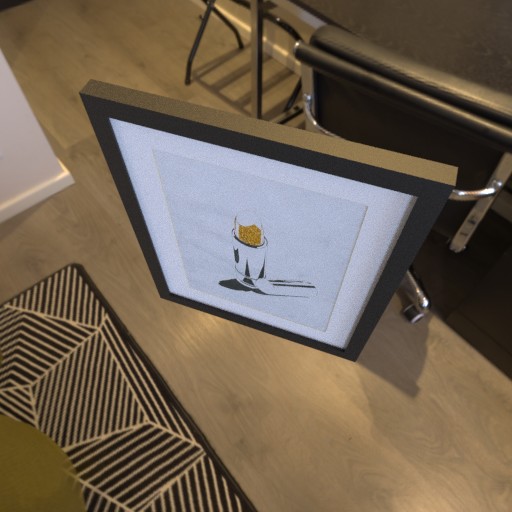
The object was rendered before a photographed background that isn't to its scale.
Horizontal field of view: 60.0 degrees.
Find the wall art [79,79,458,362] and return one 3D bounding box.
[{"bbox_3d":[0.000,0.000,0.752,0.457,0.559,0.029,17,59,10],"label":"wall art"}]
